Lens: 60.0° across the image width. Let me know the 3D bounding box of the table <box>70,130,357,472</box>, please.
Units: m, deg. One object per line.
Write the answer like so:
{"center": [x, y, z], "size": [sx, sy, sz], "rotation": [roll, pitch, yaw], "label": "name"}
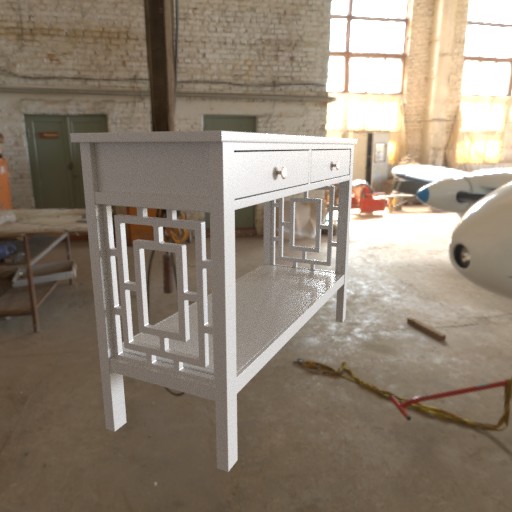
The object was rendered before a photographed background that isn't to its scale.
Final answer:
{"center": [0.000, 0.000, 1.452], "size": [0.397, 0.753, 1.068], "rotation": [7, 15, 25], "label": "table"}
